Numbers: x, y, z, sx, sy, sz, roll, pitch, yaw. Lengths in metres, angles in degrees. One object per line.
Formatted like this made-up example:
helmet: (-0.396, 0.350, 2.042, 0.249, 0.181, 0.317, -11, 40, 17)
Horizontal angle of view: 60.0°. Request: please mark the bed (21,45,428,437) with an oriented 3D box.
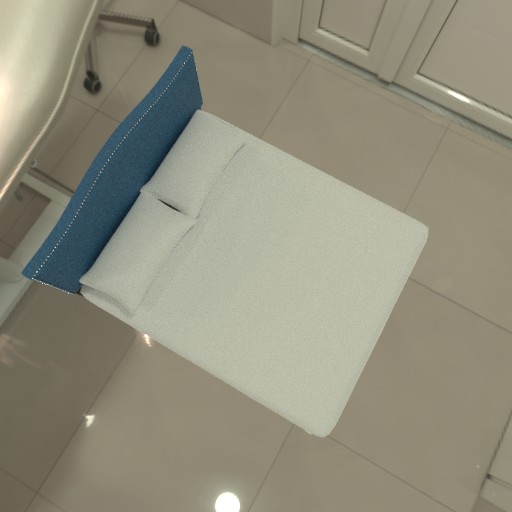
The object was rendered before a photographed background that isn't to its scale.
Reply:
bed: (0.000, 0.000, 2.810, 1.872, 1.169, 1.610, 29, 78, 7)
